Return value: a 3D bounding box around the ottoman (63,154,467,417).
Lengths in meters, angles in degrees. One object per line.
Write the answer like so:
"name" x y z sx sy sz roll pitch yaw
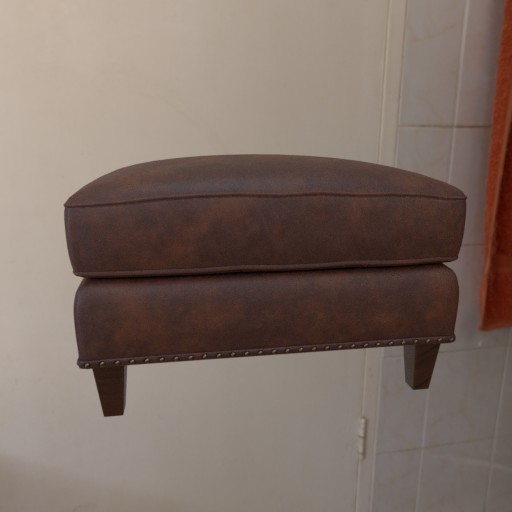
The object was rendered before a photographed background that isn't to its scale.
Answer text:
"ottoman" 0.000 0.000 1.087 0.742 0.486 0.586 -2 14 -8
